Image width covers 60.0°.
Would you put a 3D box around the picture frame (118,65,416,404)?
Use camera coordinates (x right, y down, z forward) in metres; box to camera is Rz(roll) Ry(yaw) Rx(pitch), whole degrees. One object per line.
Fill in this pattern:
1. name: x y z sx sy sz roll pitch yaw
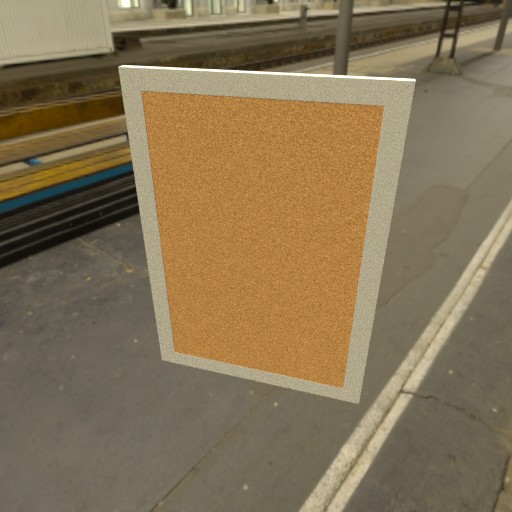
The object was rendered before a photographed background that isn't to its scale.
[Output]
1. picture frame: 0.000 0.000 0.593 0.326 0.459 0.011 9 32 14
